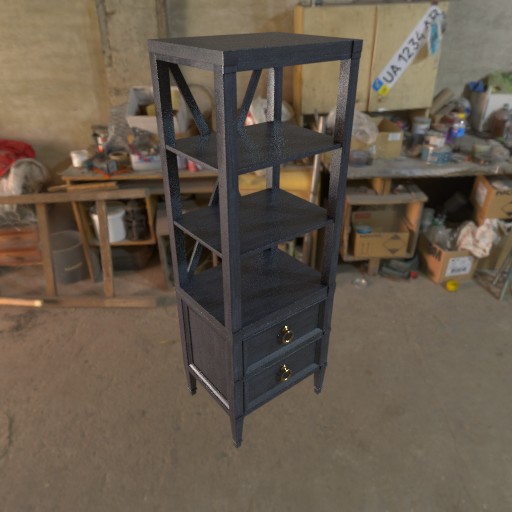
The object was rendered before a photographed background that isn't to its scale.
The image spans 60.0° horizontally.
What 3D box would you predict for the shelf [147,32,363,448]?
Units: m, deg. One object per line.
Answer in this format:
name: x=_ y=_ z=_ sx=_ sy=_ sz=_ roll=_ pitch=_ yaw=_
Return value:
shelf: x=0.000 y=0.000 z=1.962 sx=0.584 sy=1.727 sz=0.472 roll=-22 pitch=37 yaw=-32
